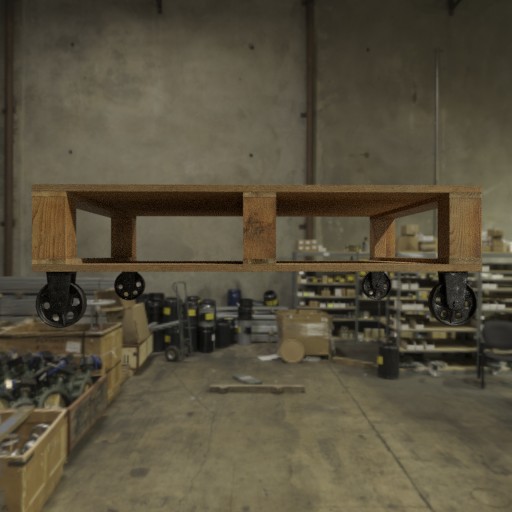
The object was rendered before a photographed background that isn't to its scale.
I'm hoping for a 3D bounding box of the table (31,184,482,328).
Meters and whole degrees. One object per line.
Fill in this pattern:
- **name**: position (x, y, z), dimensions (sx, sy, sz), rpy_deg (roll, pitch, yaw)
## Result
- **table**: position (0.000, 0.000, 1.691), dimensions (1.299, 0.413, 0.827), rpy_deg (0, 0, -1)
